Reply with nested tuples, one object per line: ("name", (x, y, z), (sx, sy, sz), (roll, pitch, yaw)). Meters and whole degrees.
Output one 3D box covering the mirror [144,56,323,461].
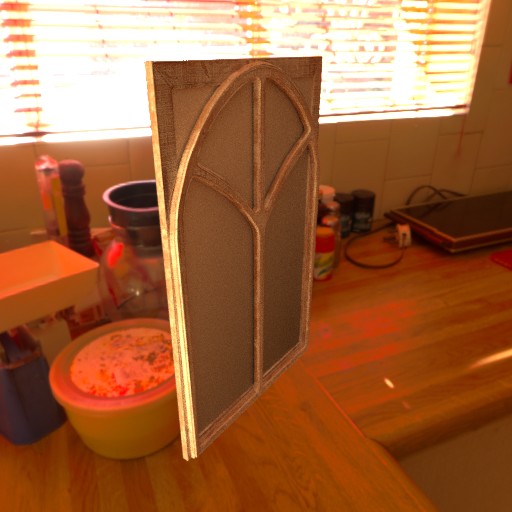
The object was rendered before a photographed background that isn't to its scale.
("mirror", (0.000, 0.000, 0.964), (0.058, 0.787, 0.495), (17, 30, 33))
